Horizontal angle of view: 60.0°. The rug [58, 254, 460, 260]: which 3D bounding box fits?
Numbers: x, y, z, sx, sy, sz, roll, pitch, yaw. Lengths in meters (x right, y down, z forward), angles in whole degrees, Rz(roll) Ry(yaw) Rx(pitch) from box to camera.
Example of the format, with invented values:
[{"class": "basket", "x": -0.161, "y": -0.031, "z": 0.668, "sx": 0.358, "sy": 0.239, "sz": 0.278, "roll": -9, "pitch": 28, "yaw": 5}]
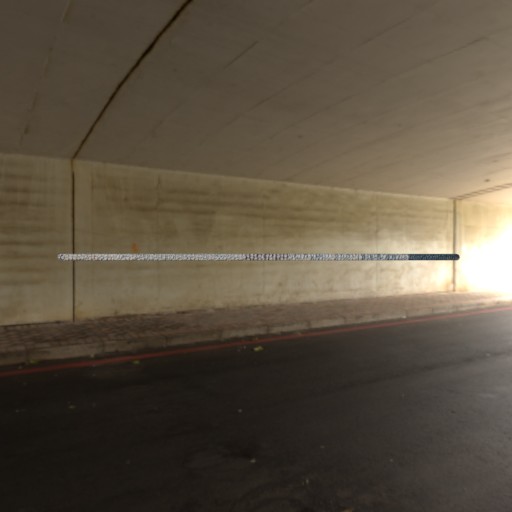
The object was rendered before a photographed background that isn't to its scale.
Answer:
[{"class": "rug", "x": 0.000, "y": 0.000, "z": 2.273, "sx": 1.238, "sy": 0.020, "sz": 1.847, "roll": 0, "pitch": 0, "yaw": -1}]
